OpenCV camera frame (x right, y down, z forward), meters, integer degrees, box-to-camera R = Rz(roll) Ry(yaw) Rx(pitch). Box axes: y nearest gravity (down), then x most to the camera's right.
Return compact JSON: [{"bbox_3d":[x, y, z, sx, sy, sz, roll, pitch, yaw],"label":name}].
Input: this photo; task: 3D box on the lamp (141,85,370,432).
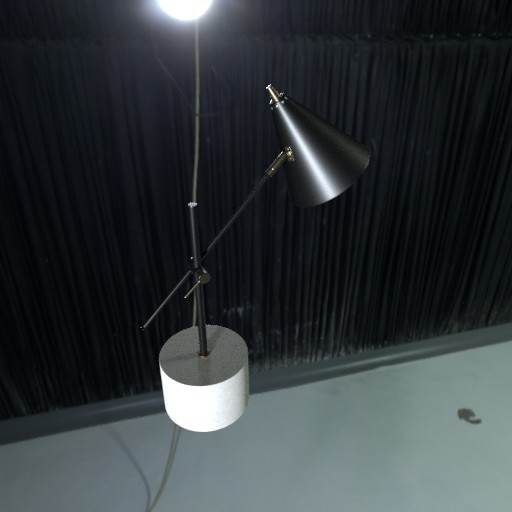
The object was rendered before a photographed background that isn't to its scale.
[{"bbox_3d":[0.000,0.000,0.736,0.403,0.518,0.214,-10,32,-17],"label":"lamp"}]
